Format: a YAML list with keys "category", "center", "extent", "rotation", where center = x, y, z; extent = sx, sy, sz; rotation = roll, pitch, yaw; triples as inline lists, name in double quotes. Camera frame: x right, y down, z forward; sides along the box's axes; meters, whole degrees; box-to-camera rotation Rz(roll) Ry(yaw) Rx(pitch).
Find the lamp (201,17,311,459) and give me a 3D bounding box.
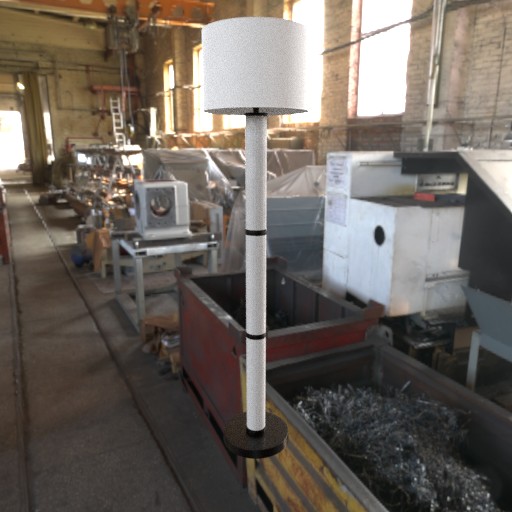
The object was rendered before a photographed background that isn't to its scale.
- category: "lamp"
  center: [0.000, 0.000, 1.717]
  extent: [0.377, 1.599, 0.377]
  rotation: [7, 15, 27]
